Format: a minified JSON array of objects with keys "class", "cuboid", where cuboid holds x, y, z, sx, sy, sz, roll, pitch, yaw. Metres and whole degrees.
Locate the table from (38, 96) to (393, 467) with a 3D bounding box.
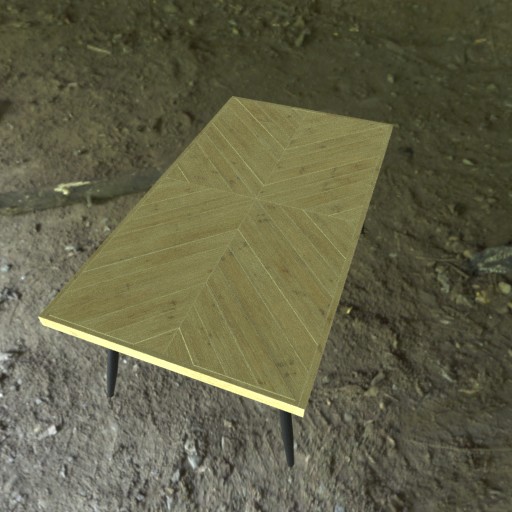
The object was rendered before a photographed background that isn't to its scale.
[{"class":"table","cuboid":[0.000,0.000,2.326,0.991,0.762,1.803,15,48,14]}]
